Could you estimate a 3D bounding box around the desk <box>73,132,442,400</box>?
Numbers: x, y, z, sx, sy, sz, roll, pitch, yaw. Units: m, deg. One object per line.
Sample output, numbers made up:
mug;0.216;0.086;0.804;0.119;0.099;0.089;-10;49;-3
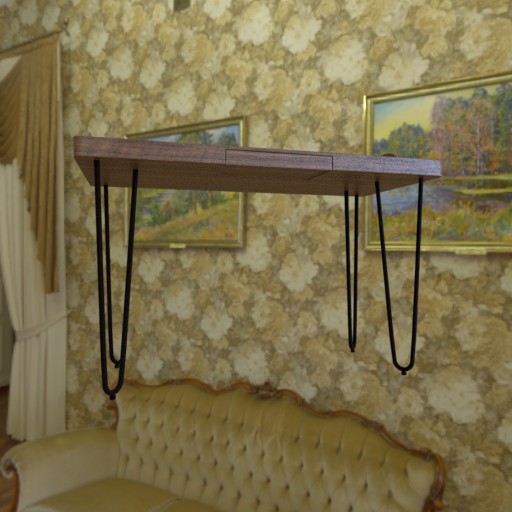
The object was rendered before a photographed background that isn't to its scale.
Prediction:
desk;0.000;0.000;1.642;1.200;0.854;0.565;0;0;-16
